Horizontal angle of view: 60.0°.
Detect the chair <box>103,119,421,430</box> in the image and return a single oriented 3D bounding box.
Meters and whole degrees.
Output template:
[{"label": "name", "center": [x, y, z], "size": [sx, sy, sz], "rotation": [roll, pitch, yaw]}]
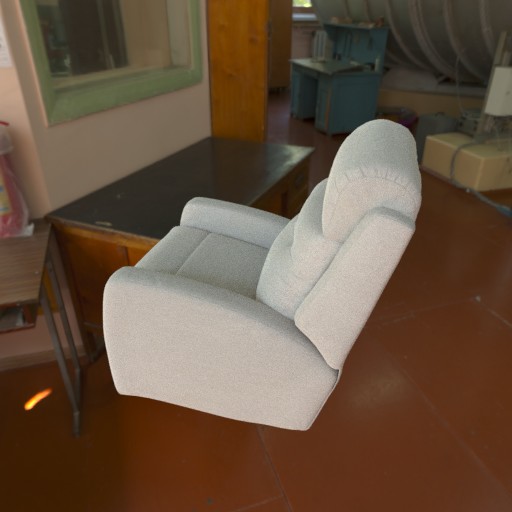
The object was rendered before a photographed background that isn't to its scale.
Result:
[{"label": "chair", "center": [0.000, 0.000, 1.696], "size": [1.043, 1.013, 0.798], "rotation": [8, 31, 13]}]
